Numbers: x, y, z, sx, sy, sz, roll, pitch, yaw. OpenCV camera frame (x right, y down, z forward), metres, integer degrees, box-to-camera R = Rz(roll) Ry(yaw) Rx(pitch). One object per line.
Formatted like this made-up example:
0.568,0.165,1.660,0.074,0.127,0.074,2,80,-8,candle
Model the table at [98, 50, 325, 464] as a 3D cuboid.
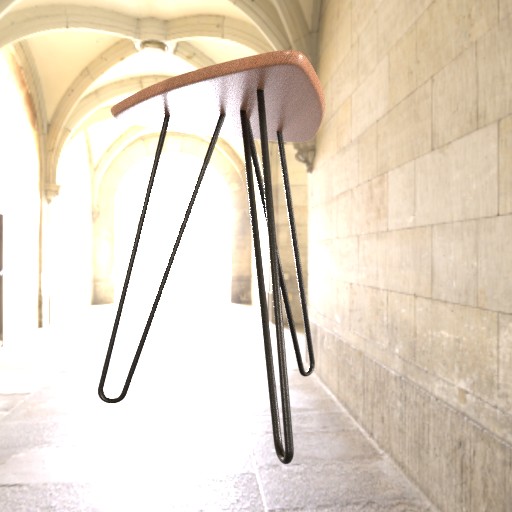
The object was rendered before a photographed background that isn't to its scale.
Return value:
0.000,0.000,0.882,0.442,0.564,0.455,0,0,38,table
